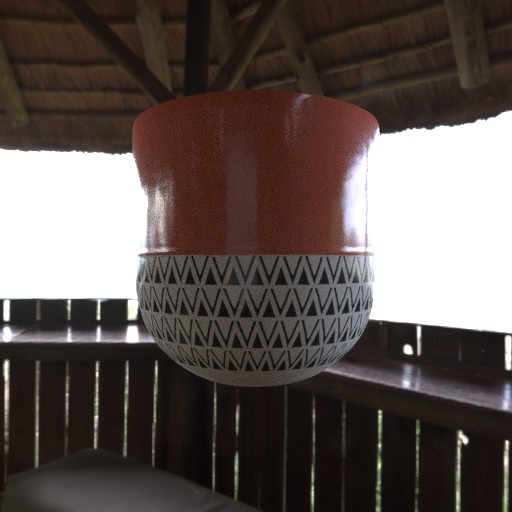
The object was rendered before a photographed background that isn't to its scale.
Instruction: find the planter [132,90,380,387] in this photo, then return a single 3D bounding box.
[{"bbox_3d":[0.000,0.000,0.494,0.266,0.270,0.266,0,-1,0],"label":"planter"}]
